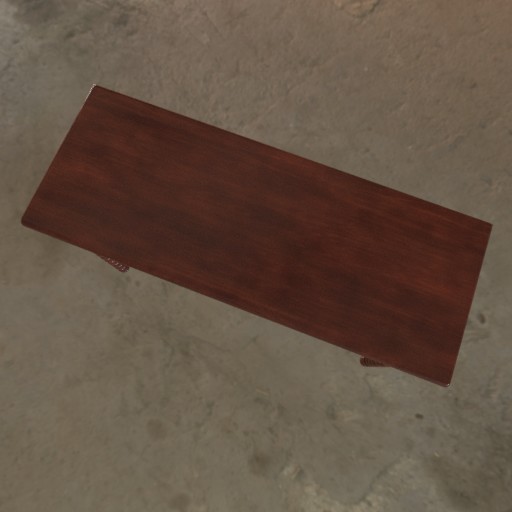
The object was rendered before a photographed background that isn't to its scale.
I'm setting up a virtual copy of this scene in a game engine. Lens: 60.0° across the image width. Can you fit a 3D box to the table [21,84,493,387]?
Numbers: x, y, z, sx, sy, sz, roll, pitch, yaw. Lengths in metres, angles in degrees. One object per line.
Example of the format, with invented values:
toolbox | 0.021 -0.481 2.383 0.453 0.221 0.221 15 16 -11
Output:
table | 0.000 0.000 1.536 1.184 0.740 0.459 21 77 5
